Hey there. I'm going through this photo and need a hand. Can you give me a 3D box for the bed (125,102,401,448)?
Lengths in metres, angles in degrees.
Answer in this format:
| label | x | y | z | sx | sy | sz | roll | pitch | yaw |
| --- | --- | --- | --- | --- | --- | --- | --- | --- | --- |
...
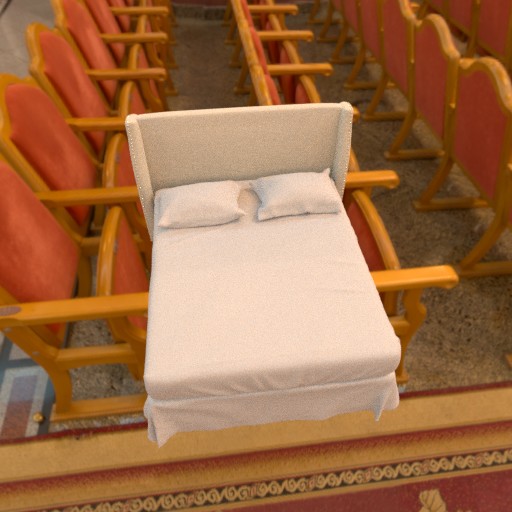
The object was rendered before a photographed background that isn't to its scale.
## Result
| label | x | y | z | sx | sy | sz | roll | pitch | yaw |
| --- | --- | --- | --- | --- | --- | --- | --- | --- | --- |
| bed | 0.000 | 0.000 | 3.446 | 1.925 | 1.332 | 2.276 | -5 | 46 | -5 |
